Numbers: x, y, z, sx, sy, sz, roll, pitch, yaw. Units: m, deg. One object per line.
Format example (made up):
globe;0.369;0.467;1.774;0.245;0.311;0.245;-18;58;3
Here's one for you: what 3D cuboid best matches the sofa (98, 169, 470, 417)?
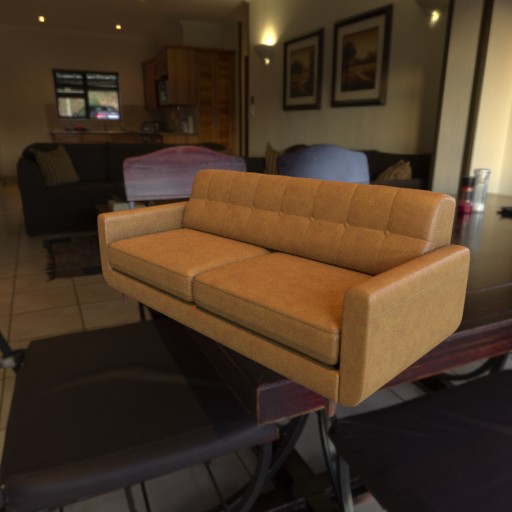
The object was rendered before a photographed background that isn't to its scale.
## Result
sofa;0.000;0.000;2.650;0.980;0.892;2.137;-15;22;-42
